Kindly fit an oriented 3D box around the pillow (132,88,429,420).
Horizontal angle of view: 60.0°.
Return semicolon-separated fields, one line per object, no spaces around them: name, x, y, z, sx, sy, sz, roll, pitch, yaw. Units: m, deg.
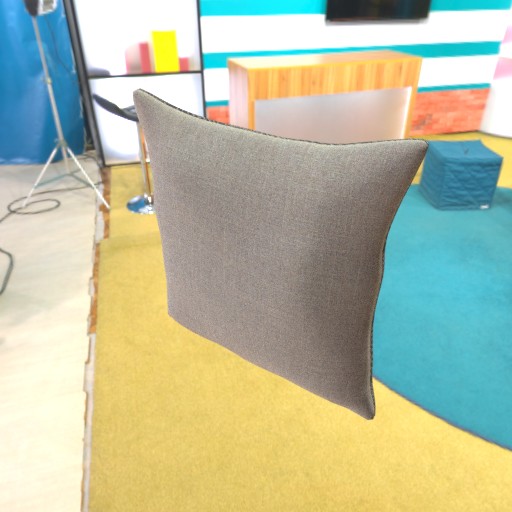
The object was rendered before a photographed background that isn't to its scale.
pillow;0.000;0.000;0.664;0.435;0.432;0.138;21;38;29
